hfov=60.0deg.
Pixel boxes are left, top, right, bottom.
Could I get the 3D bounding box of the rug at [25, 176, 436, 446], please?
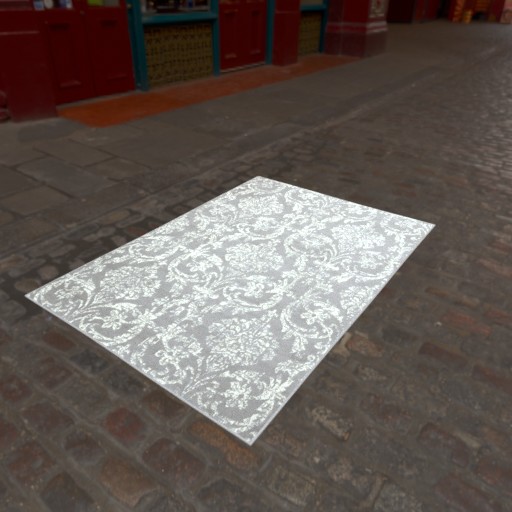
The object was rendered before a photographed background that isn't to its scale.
[{"bbox_3d":[0.000,0.000,2.822,1.578,0.014,2.206,21,38,30],"label":"rug"}]
